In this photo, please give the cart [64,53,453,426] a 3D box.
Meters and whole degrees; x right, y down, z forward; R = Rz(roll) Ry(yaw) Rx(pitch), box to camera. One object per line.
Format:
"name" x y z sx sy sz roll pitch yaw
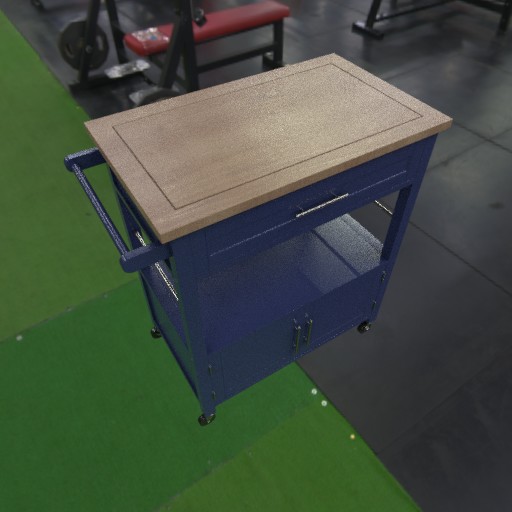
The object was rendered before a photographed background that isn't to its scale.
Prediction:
"cart" 0.000 0.000 1.377 0.840 0.901 0.459 -24 51 -21
